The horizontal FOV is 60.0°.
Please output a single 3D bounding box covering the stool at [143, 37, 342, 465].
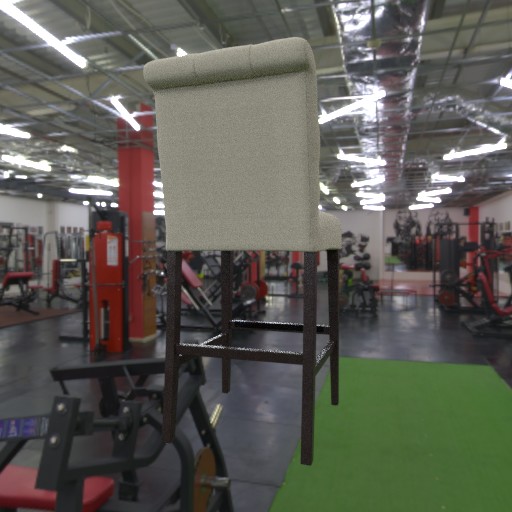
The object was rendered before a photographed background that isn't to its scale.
[{"bbox_3d":[0.000,0.000,1.448,0.482,1.118,0.610,0,1,18],"label":"stool"}]
